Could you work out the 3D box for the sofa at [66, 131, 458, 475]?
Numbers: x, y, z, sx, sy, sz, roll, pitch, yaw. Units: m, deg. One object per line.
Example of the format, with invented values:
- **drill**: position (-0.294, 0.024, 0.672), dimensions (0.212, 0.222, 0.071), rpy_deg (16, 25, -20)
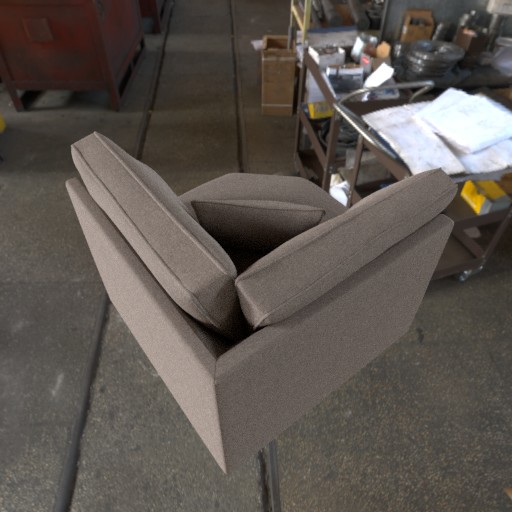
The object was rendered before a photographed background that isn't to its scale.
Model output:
- **sofa**: position (0.000, 0.000, 1.824), dimensions (1.050, 0.951, 1.042), rpy_deg (-28, 52, -25)
